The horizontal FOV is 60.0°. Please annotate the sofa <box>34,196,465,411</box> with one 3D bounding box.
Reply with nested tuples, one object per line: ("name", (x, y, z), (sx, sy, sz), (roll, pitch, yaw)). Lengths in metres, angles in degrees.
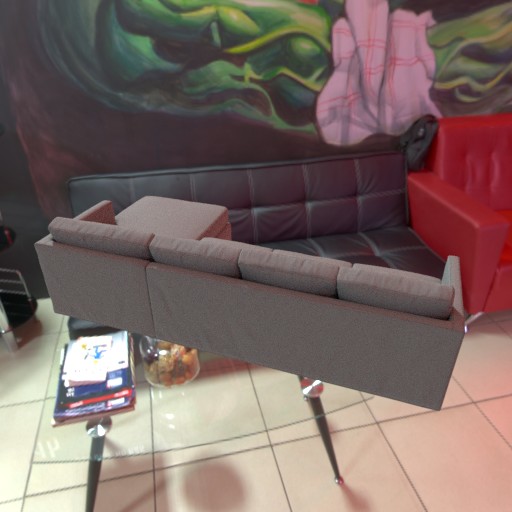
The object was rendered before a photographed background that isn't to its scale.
("sofa", (0.000, 0.000, 3.818), (3.177, 0.867, 1.622), (10, 33, 17))
